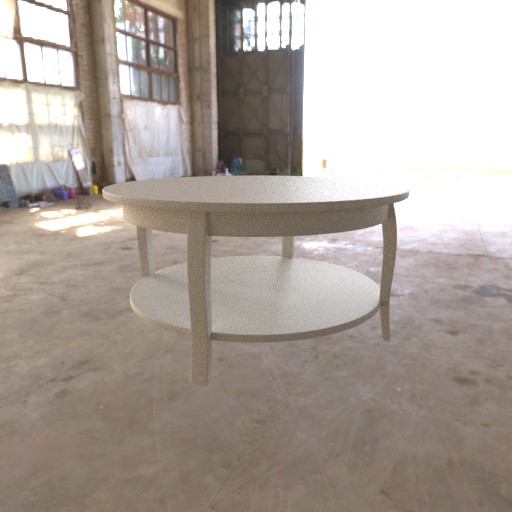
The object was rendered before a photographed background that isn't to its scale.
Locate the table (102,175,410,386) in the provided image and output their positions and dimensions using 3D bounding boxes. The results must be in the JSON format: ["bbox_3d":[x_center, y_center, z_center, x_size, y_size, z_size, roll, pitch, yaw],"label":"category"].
[{"bbox_3d":[0.000,0.000,1.440,0.910,0.457,0.910,0,14,0],"label":"table"}]
